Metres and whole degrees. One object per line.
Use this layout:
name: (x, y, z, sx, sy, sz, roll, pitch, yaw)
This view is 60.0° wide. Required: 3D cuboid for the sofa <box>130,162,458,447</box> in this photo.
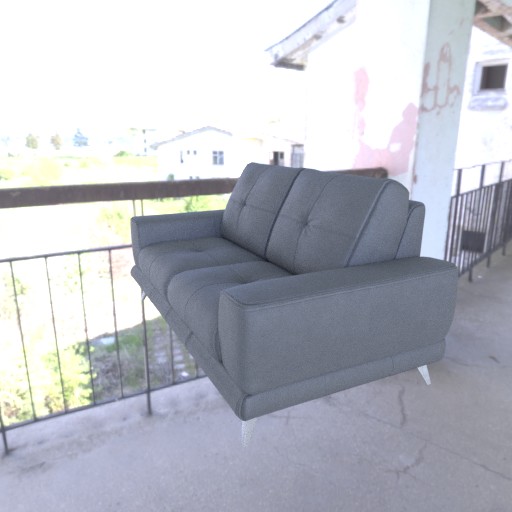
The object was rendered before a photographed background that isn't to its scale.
sofa: (0.000, 0.000, 2.371, 1.018, 0.907, 1.806, -8, 17, -26)
